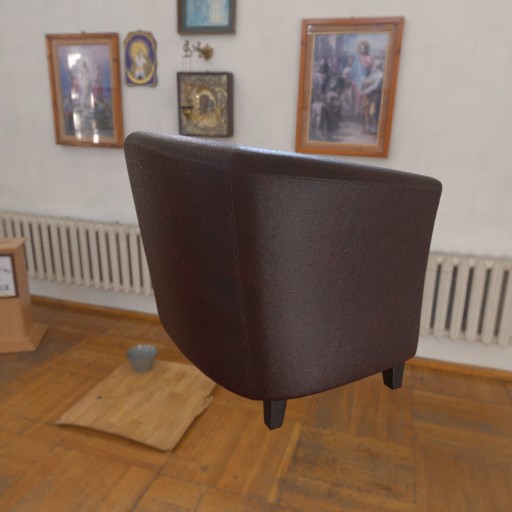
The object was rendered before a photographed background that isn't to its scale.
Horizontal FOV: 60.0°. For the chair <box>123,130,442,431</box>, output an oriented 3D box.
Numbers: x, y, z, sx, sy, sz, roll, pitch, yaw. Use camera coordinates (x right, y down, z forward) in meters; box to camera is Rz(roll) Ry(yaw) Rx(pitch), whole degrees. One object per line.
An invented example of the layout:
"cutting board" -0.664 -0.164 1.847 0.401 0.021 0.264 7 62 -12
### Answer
"chair" 0.000 0.000 1.388 0.727 0.756 0.792 -8 17 -26
